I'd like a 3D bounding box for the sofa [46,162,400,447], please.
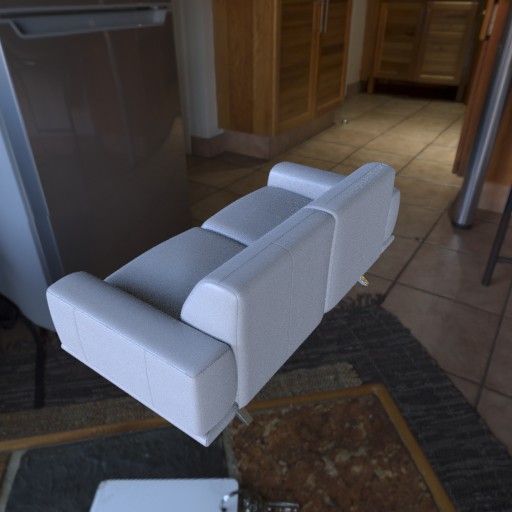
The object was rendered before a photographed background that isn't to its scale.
[{"bbox_3d":[0.000,0.000,2.374,0.900,0.772,1.901,21,38,29],"label":"sofa"}]
